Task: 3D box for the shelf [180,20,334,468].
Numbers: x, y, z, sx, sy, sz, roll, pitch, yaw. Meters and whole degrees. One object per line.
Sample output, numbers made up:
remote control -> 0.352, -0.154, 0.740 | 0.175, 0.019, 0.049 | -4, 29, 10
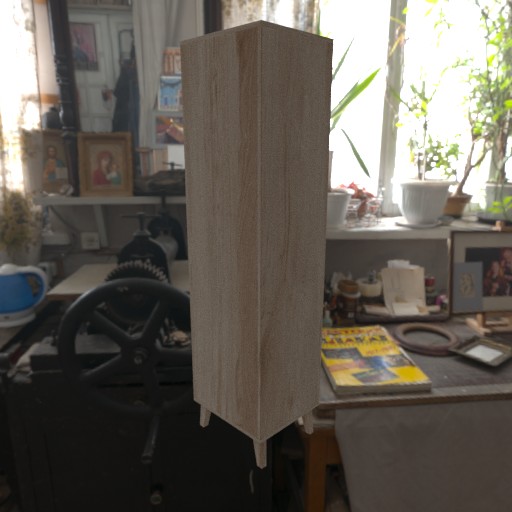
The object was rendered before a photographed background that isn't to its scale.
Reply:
shelf -> 0.000, 0.000, 2.195 | 0.450, 1.960, 0.510 | -14, 20, -43
